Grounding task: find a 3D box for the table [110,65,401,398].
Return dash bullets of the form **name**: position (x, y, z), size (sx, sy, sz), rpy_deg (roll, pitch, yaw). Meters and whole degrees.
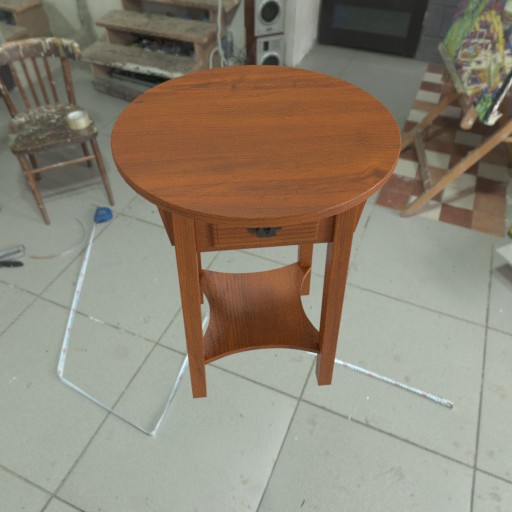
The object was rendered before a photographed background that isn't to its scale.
- **table**: position (0.000, 0.000, 0.932), size (0.457, 0.610, 0.457), rpy_deg (0, 46, 0)
